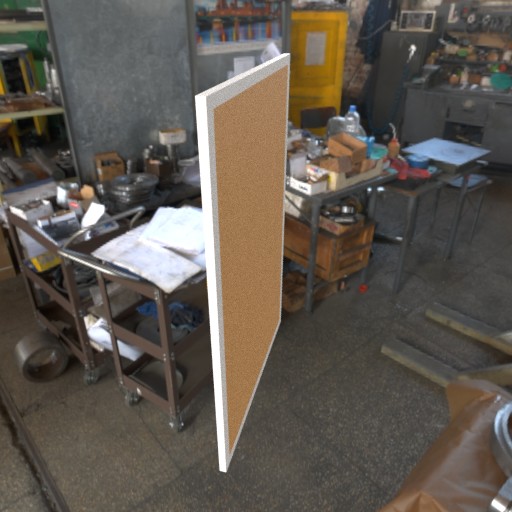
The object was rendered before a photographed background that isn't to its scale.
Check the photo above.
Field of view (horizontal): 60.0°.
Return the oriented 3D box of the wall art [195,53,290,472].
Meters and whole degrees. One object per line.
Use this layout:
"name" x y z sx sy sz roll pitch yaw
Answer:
"wall art" 0.000 0.000 0.836 0.013 0.656 0.456 8 31 13
